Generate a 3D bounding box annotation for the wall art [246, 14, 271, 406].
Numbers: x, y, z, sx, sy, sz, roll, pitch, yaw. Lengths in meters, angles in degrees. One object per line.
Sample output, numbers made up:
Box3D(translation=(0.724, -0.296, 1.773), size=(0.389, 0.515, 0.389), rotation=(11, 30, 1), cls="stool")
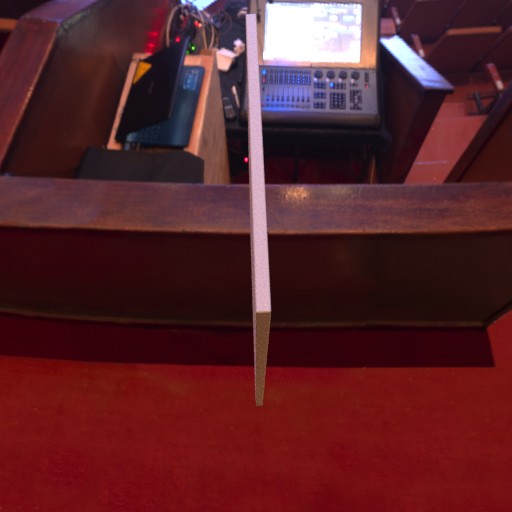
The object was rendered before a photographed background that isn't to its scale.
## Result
Box3D(translation=(0.000, 0.000, 0.608), size=(0.011, 0.482, 0.329), rotation=(-2, 64, -1), cls="wall art")
